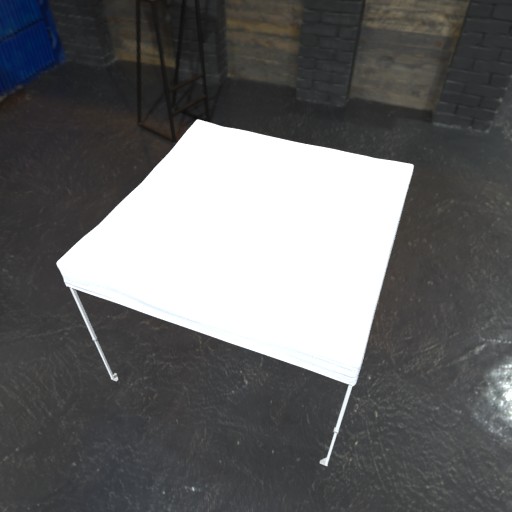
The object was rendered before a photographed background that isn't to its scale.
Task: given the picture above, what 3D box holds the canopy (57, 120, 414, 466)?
[{"bbox_3d":[0.000,0.000,5.381,2.998,2.997,2.996,16,48,15],"label":"canopy"}]
